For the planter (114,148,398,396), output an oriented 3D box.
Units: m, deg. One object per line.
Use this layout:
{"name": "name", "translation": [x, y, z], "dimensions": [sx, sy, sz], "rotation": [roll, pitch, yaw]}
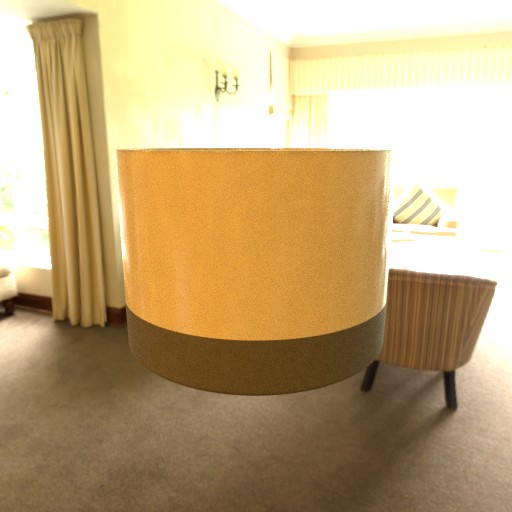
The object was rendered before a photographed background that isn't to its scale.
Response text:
{"name": "planter", "translation": [0.000, 0.000, 0.223], "dimensions": [0.128, 0.105, 0.128], "rotation": [0, 14, 0]}
